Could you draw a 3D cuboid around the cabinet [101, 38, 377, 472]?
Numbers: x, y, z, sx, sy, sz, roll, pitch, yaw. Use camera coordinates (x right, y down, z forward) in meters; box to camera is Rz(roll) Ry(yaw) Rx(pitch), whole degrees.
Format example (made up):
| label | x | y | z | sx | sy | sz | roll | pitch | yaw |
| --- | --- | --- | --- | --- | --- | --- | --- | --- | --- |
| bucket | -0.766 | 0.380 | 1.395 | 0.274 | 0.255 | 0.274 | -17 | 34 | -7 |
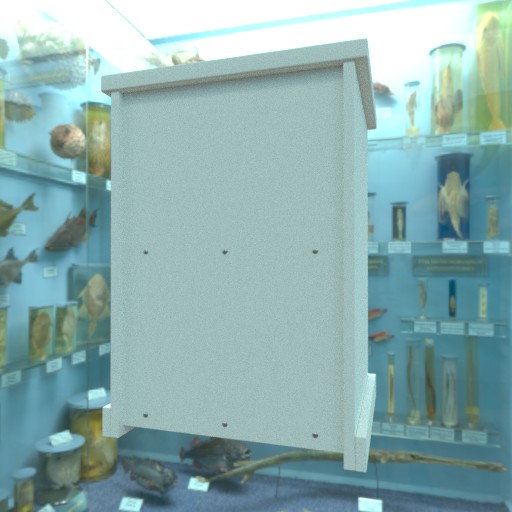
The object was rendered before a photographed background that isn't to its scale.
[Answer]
| label | x | y | z | sx | sy | sz | roll | pitch | yaw |
| --- | --- | --- | --- | --- | --- | --- | --- | --- | --- |
| cabinet | 0.000 | 0.000 | 1.014 | 0.520 | 0.723 | 0.431 | 0 | 0 | 17 |
